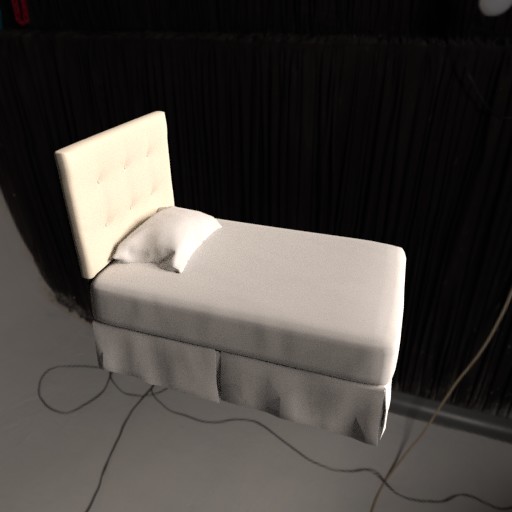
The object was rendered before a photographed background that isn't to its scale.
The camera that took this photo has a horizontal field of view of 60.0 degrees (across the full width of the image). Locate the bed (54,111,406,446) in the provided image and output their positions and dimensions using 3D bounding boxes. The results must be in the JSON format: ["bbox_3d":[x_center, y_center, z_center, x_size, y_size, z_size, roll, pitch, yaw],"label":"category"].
[{"bbox_3d":[0.000,0.000,2.994,1.997,1.571,1.261,9,31,16],"label":"bed"}]
